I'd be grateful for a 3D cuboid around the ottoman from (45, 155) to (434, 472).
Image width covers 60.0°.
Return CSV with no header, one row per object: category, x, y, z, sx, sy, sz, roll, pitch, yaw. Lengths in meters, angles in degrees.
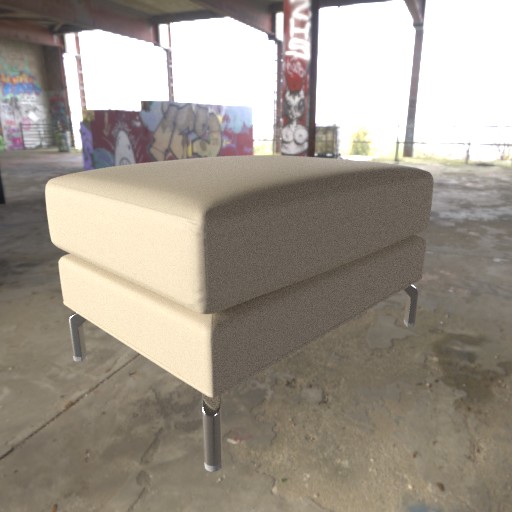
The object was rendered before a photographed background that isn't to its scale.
ottoman,0.000,0.000,1.167,0.581,0.497,0.835,16,23,41
